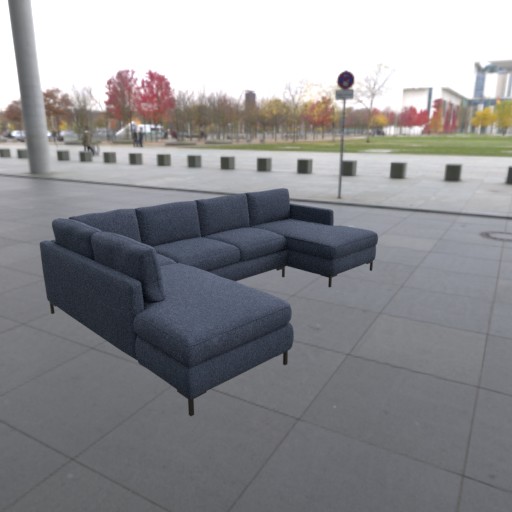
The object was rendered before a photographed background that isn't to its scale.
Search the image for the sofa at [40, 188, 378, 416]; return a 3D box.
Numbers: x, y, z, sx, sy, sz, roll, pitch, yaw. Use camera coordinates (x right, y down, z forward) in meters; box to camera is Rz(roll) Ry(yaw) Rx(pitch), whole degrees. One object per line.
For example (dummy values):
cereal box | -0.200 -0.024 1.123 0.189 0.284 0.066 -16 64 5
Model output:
sofa | 0.000 0.000 3.877 2.956 0.813 2.007 -15 22 -43
